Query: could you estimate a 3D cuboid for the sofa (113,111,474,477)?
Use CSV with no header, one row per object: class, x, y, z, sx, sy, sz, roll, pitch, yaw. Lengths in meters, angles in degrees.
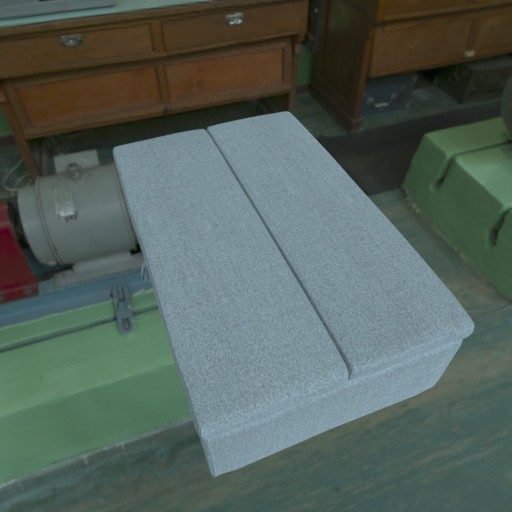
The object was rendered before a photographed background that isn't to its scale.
sofa,0.000,0.000,1.620,0.817,0.434,1.250,-16,49,-15
